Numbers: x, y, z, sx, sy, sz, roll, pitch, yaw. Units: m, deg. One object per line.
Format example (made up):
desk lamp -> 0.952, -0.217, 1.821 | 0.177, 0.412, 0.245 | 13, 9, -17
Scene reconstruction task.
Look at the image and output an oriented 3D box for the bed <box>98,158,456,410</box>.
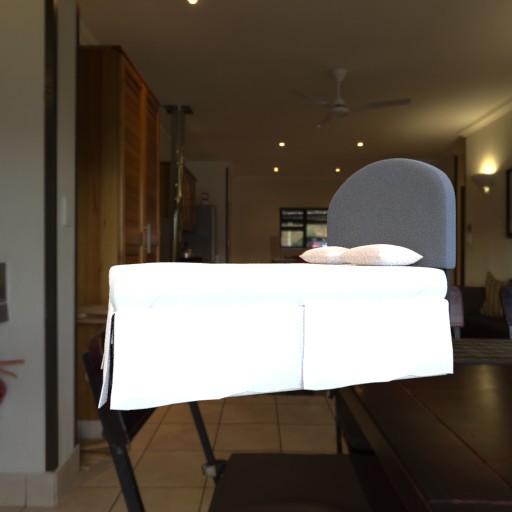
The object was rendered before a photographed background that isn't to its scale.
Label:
bed -> 0.000, 0.000, 3.036 | 2.005, 1.410, 1.607 | 0, 0, -18
